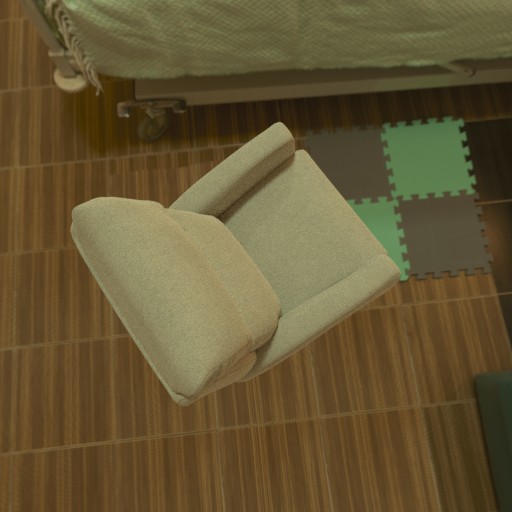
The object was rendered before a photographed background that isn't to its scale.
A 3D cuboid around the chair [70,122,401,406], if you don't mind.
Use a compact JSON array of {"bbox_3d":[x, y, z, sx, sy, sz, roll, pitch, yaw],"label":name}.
[{"bbox_3d":[0.000,0.000,1.674,0.940,1.021,0.794,-34,78,-8],"label":"chair"}]
